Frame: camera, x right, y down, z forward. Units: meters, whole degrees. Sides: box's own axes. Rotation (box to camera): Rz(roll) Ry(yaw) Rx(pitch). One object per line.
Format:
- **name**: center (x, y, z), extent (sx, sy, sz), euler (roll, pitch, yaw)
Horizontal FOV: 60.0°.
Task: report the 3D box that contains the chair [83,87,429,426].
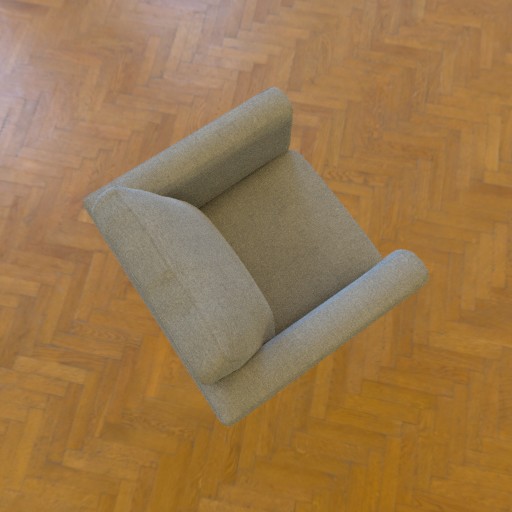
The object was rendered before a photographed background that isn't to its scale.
- **chair**: center (0.000, 0.000, 1.615), extent (0.800, 0.927, 0.855), euler (-34, 77, -9)
